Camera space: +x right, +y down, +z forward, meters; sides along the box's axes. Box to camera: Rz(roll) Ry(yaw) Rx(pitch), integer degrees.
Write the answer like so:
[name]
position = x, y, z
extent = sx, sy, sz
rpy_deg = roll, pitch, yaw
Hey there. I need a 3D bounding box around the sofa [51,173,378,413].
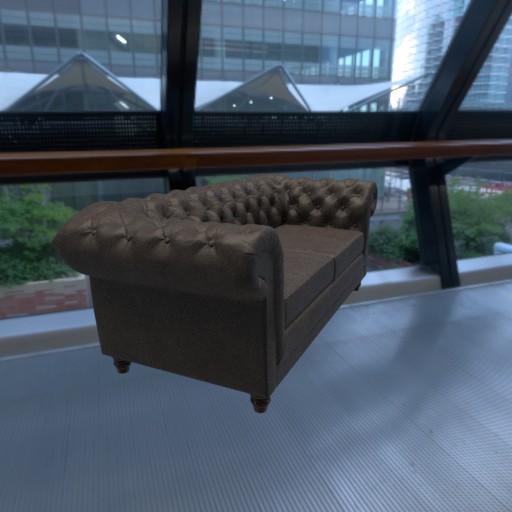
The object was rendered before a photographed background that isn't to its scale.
[sofa]
position = 0.000, 0.000, 2.495
extent = 0.944, 0.779, 2.048
rpy_deg = 7, 16, 25
